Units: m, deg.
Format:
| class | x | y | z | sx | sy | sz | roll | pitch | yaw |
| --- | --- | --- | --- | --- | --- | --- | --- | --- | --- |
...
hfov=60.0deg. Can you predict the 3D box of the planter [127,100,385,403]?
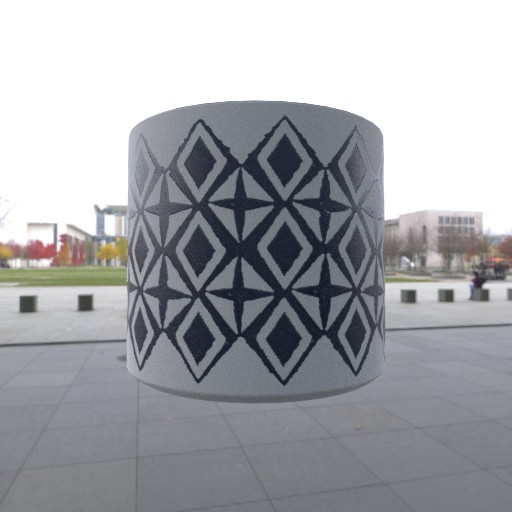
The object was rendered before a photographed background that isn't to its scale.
| class | x | y | z | sx | sy | sz | roll | pitch | yaw |
| --- | --- | --- | --- | --- | --- | --- | --- | --- | --- |
| planter | 0.000 | 0.000 | 0.401 | 0.224 | 0.203 | 0.224 | 0 | -1 | 0 |
